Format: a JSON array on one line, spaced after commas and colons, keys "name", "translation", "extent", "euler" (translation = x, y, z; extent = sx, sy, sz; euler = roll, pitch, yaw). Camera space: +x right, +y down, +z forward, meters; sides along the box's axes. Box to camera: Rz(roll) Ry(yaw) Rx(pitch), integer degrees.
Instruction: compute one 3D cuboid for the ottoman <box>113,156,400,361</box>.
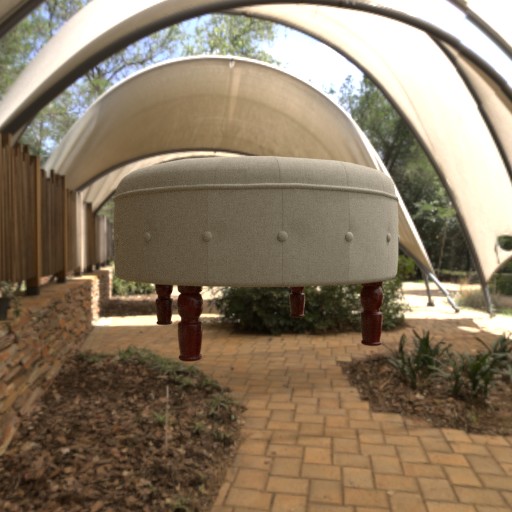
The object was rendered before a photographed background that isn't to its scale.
[{"name": "ottoman", "translation": [0.000, 0.000, 1.388], "extent": [0.850, 0.483, 0.850], "euler": [0, 1, 0]}]
